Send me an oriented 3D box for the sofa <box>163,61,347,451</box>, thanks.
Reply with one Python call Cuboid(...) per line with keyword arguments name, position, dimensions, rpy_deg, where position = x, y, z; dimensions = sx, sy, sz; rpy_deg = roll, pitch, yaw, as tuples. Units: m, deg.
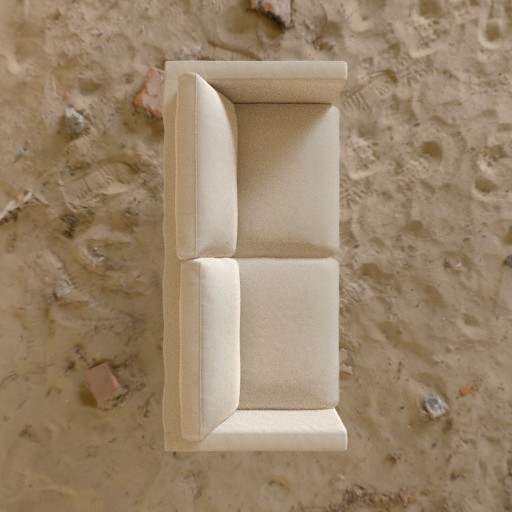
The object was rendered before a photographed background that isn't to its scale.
Cuboid(name="sofa", position=(0.000, 0.000, 2.509), dimensions=(0.940, 0.870, 1.987), rpy_deg=(0, 90, 0))
